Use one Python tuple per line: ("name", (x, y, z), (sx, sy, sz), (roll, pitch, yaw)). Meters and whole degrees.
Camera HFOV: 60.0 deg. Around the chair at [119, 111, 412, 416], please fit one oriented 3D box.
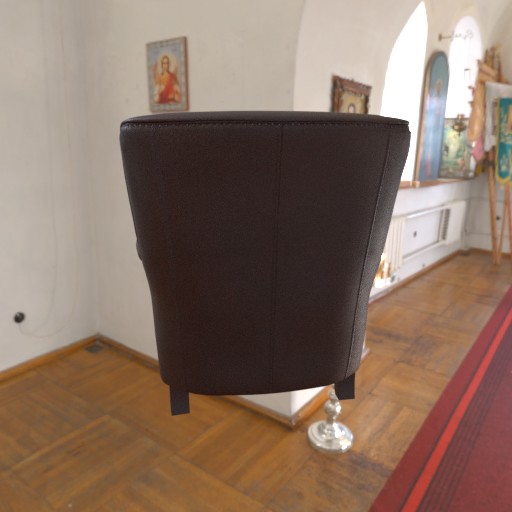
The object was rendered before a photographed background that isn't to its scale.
("chair", (0.000, 0.000, 1.344), (0.700, 0.800, 0.746), (-2, 15, -8))
